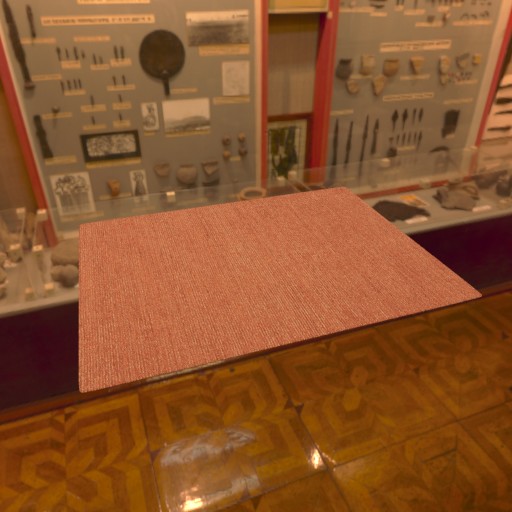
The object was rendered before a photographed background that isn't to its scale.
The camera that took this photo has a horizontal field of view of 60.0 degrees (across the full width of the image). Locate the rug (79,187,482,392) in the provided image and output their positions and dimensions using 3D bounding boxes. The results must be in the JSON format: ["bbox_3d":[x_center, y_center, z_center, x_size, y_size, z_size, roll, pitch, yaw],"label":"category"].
[{"bbox_3d":[0.000,0.000,2.789,2.112,0.009,1.594,-10,34,-16],"label":"rug"}]
